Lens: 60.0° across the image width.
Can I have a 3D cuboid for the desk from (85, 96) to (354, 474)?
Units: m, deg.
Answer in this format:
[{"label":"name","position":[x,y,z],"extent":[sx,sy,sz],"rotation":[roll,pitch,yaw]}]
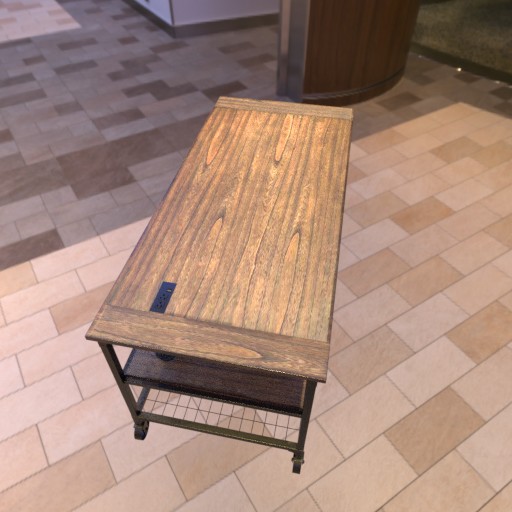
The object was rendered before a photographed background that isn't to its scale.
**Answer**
[{"label":"desk","position":[0.000,0.000,2.056],"extent":[0.711,0.751,1.590],"rotation":[8,46,8]}]
